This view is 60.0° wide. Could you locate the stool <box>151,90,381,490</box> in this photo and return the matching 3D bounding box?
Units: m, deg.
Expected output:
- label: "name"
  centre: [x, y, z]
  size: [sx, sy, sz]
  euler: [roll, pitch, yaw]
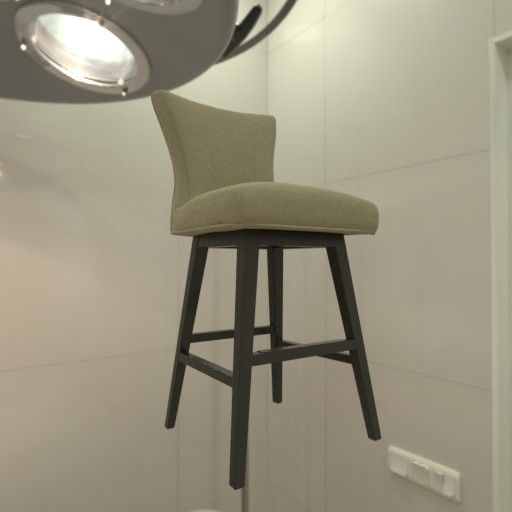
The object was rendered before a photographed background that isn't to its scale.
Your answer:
- label: "stool"
  centre: [0.000, 0.000, 1.394]
  size: [0.514, 1.086, 0.574]
  euler: [1, -1, -35]
